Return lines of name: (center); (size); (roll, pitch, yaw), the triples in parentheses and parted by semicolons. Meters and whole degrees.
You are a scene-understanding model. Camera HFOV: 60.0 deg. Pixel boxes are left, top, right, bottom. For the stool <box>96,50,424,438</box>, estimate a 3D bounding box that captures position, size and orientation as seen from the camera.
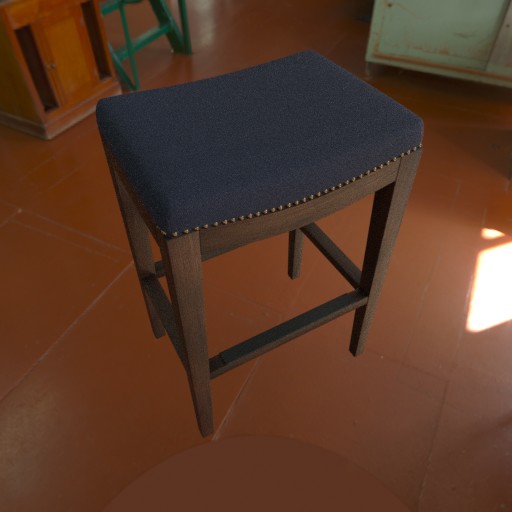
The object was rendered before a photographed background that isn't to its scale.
stool: (0.000, 0.000, 1.023); (0.498, 0.740, 0.358); (-22, 50, -20)
